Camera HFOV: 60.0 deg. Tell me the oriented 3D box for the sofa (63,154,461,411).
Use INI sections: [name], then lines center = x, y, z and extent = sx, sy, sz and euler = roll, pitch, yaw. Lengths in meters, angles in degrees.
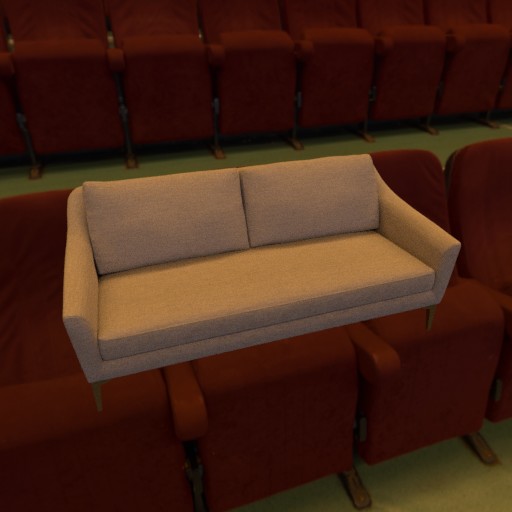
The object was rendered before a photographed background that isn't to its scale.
[sofa]
center = 0.000, 0.000, 2.579
extent = 2.036, 0.913, 0.980
euler = -10, 32, -16
